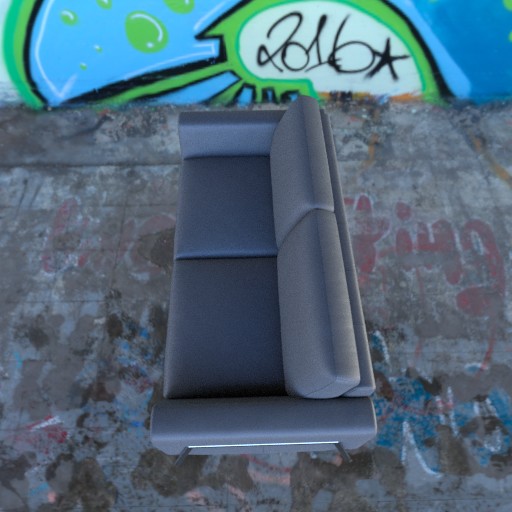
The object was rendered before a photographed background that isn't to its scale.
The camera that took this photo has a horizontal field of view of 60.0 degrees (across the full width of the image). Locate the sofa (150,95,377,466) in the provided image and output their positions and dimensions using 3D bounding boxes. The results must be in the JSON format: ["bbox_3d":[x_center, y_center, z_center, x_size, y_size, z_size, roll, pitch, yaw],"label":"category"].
[{"bbox_3d":[0.000,0.000,2.489,0.953,0.875,2.017,-1,58,-1],"label":"sofa"}]
